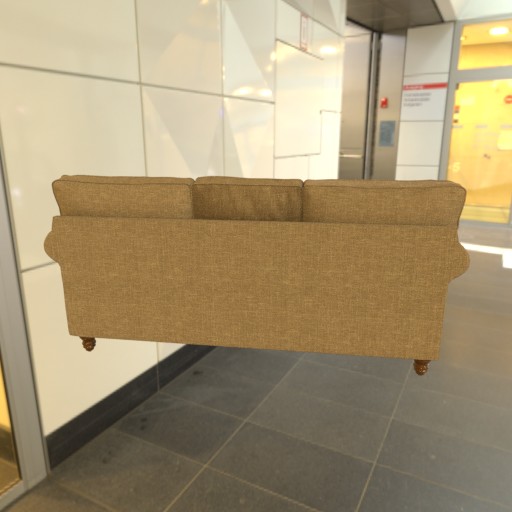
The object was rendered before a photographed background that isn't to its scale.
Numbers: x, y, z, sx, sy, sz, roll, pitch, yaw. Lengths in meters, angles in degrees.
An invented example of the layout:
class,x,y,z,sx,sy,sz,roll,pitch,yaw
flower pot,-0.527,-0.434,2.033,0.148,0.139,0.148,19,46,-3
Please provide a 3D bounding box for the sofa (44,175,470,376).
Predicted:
class,x,y,z,sx,sy,sz,roll,pitch,yaw
sofa,0.000,0.000,2.580,2.084,0.961,0.916,2,15,8
